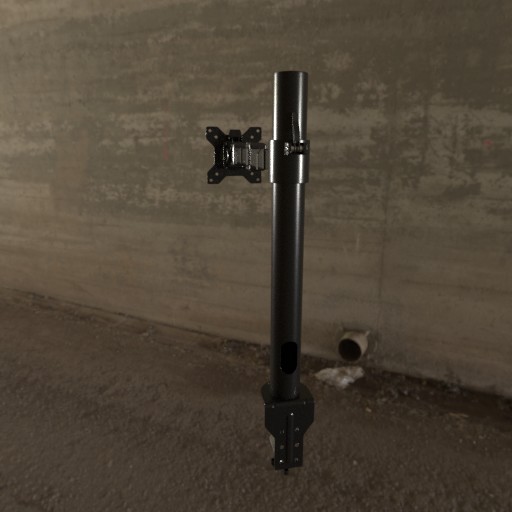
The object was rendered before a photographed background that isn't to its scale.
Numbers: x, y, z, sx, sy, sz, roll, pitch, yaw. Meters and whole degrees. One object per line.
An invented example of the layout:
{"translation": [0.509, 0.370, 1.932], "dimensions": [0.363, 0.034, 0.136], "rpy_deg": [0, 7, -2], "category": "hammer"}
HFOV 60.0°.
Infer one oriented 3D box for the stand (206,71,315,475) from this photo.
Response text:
{"translation": [0.000, 0.000, 0.735], "dimensions": [0.115, 0.510, 0.456], "rpy_deg": [-3, 14, -11], "category": "stand"}
